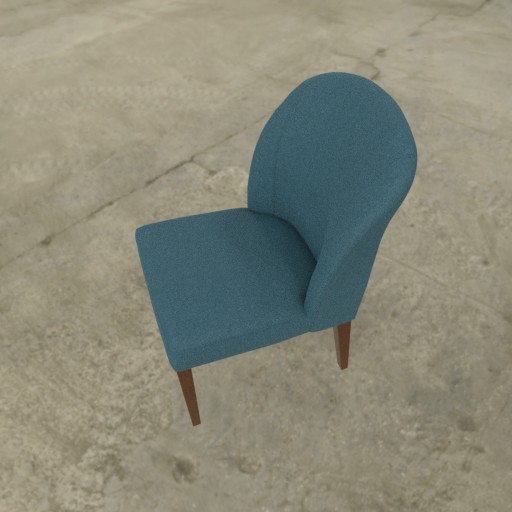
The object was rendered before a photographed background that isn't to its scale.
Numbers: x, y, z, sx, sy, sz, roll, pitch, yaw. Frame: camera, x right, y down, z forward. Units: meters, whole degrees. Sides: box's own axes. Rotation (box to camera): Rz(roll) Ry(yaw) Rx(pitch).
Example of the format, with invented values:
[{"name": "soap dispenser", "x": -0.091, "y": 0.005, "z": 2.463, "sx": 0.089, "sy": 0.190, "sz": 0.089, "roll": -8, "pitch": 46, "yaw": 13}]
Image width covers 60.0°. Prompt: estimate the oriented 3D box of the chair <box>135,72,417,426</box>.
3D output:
[{"name": "chair", "x": 0.000, "y": 0.000, "z": 1.251, "sx": 0.620, "sy": 0.879, "sz": 0.507, "roll": -15, "pitch": 49, "yaw": -14}]
